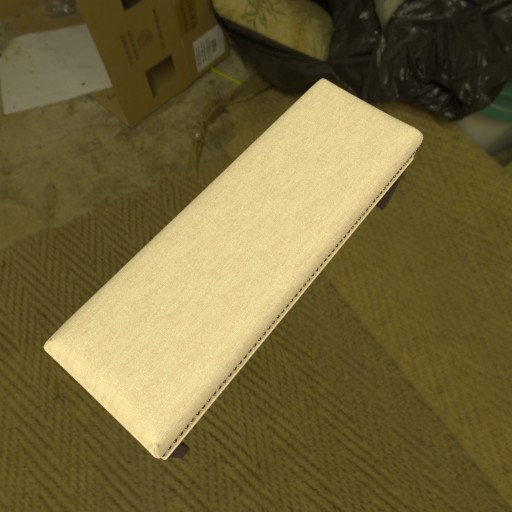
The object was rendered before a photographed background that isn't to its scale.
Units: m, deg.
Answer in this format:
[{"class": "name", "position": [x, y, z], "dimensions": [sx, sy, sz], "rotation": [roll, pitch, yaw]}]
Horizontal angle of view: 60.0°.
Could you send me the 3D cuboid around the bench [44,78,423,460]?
[{"class": "bench", "position": [0.000, 0.000, 1.426], "dimensions": [0.410, 0.457, 1.219], "rotation": [36, 69, 16]}]
